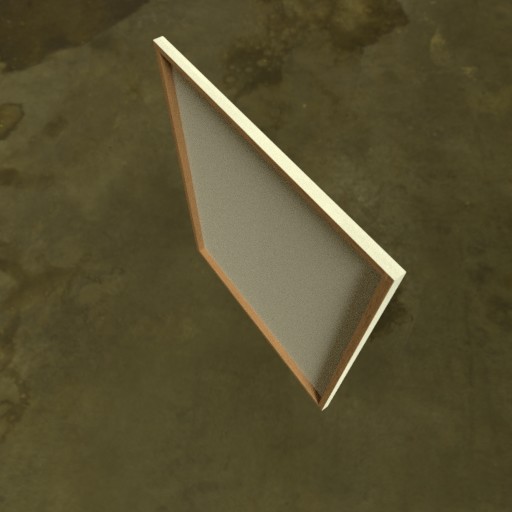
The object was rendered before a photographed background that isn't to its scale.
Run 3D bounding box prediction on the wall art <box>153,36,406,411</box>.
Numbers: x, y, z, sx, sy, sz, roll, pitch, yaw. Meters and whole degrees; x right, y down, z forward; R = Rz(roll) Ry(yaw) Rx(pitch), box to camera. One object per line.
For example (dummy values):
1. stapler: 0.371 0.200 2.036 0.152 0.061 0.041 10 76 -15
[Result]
1. wall art: 0.000 0.000 0.978 0.021 0.710 0.609 -32 64 -18
